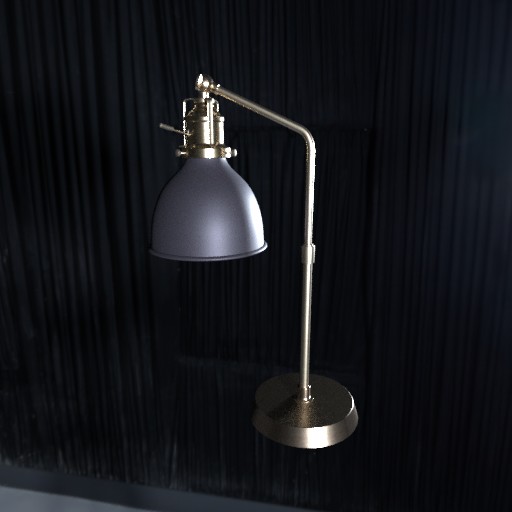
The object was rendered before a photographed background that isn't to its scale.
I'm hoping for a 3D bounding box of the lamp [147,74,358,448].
[{"bbox_3d":[0.000,0.000,0.591,0.291,0.456,0.160,2,15,10],"label":"lamp"}]
